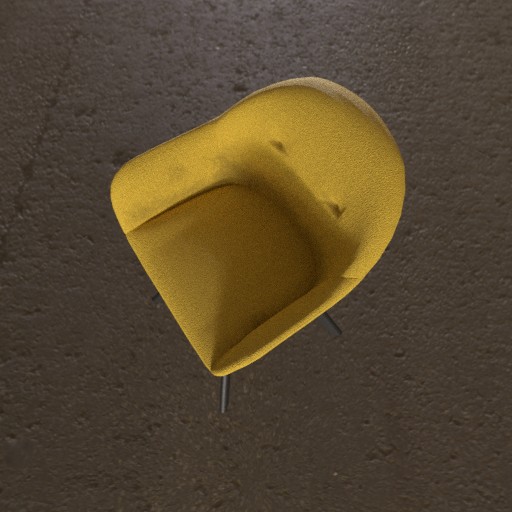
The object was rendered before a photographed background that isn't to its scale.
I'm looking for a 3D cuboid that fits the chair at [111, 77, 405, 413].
[{"bbox_3d":[0.000,0.000,1.170,0.565,0.775,0.545,-31,67,-15],"label":"chair"}]
